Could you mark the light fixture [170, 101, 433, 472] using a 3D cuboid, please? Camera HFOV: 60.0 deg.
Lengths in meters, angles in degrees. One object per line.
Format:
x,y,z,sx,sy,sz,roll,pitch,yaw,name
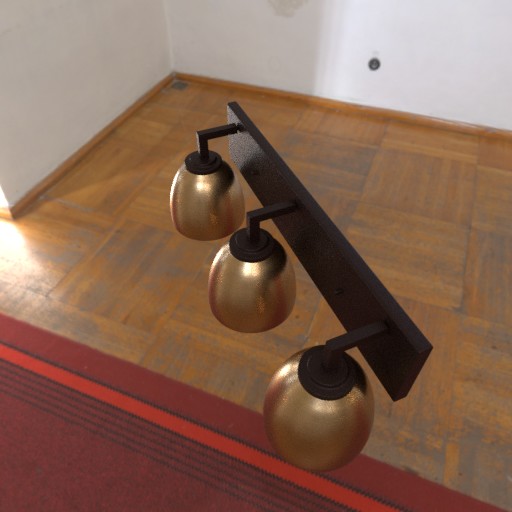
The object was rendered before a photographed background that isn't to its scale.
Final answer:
0.000,0.000,0.666,0.157,0.204,0.582,-17,49,-16,light fixture
